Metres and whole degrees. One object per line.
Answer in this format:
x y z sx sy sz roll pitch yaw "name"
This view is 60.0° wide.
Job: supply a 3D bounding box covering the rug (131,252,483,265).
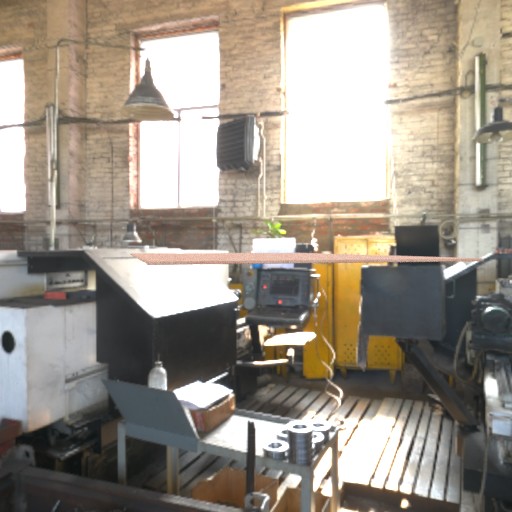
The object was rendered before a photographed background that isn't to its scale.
0.000 0.000 3.047 1.609 0.015 2.390 0 1 -17 "rug"
